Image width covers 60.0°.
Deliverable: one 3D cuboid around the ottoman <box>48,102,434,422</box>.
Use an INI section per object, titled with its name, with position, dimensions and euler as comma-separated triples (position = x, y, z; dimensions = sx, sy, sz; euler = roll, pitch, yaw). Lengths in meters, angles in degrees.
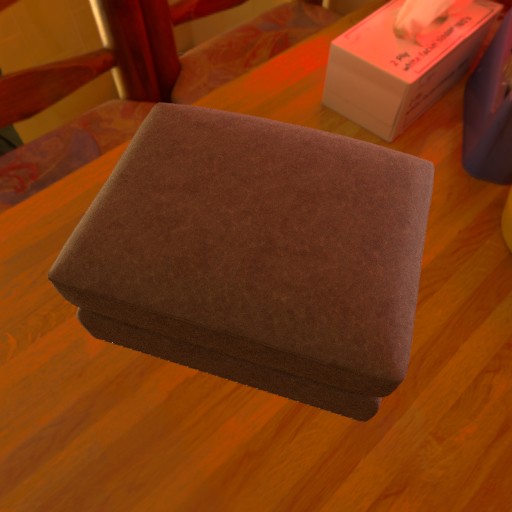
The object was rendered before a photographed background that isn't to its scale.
[ottoman]
position = 0.000, 0.000, 1.137
dimensions = 0.741, 0.513, 0.584
euler = 15, 60, 9
